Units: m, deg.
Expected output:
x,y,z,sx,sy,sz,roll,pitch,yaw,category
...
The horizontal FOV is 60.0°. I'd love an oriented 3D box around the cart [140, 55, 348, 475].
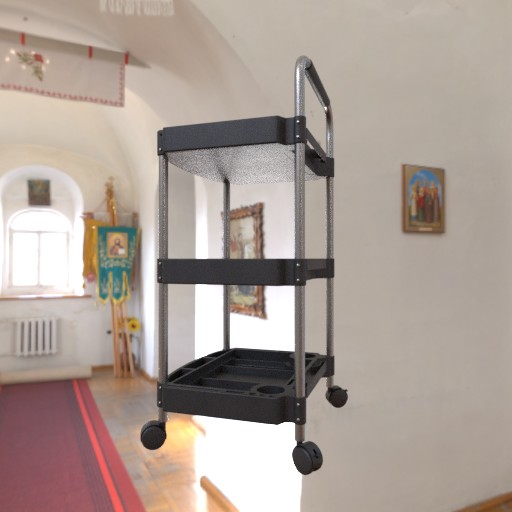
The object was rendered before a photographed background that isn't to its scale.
x,y,z,sx,sy,sz,roll,pitch,yaw,category
0.000,0.000,1.416,0.518,1.075,0.584,0,0,18,cart
